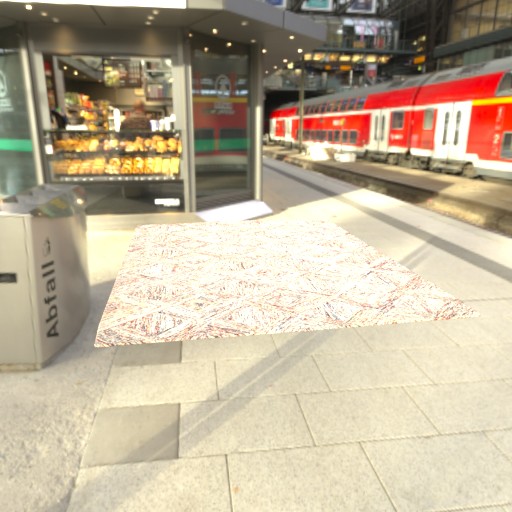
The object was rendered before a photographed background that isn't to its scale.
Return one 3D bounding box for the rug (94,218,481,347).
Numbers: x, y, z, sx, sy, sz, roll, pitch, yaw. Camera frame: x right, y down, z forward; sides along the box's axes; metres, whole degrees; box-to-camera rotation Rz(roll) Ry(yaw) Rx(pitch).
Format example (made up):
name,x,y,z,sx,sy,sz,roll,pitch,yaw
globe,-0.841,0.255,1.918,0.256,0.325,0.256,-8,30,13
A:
name,x,y,z,sx,sy,sz,roll,pitch,yaw
rug,0.000,0.000,4.188,2.436,0.024,3.226,-3,17,-10
